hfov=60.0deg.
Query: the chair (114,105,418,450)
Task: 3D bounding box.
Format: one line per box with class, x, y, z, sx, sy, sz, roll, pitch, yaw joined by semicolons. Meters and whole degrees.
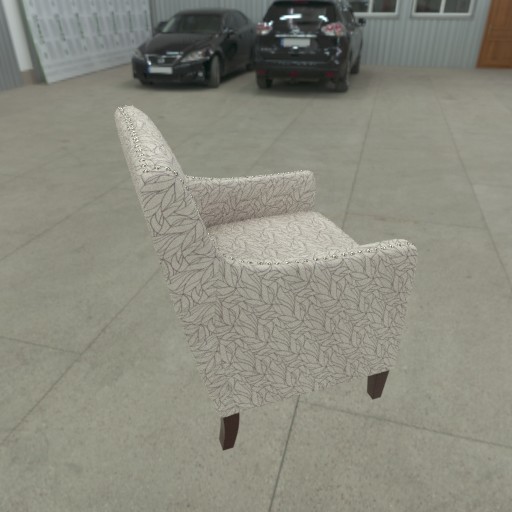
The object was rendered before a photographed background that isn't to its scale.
chair;0.000;0.000;1.304;0.651;0.816;0.623;-10;31;-17
